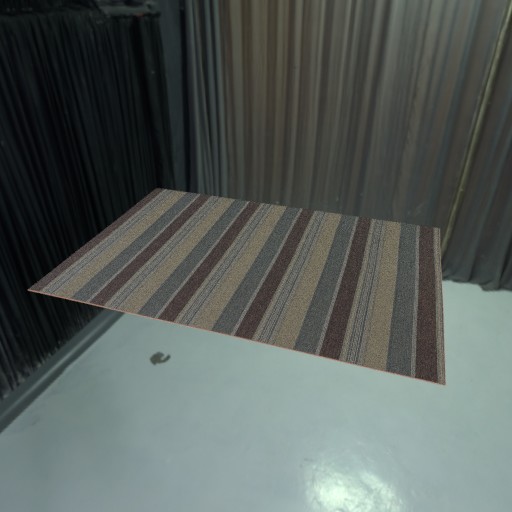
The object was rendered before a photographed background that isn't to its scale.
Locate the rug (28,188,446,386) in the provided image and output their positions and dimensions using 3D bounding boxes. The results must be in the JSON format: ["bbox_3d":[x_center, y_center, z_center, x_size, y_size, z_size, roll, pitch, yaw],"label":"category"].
[{"bbox_3d":[0.000,0.000,2.305,1.829,0.008,1.219,10,34,15],"label":"rug"}]
